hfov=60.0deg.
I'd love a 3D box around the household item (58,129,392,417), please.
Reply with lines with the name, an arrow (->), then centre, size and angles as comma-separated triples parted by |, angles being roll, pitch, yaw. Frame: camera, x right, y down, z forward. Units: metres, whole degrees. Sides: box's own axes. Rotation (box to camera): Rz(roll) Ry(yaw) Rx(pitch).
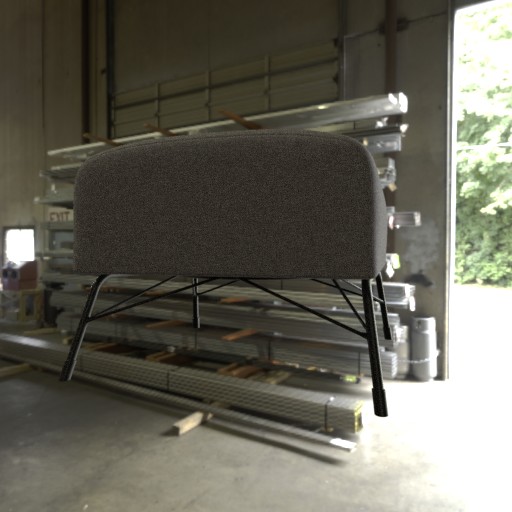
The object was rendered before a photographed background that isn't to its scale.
household item -> 0.000, 0.000, 0.906 | 0.530, 0.410, 0.530 | 0, 1, 18
